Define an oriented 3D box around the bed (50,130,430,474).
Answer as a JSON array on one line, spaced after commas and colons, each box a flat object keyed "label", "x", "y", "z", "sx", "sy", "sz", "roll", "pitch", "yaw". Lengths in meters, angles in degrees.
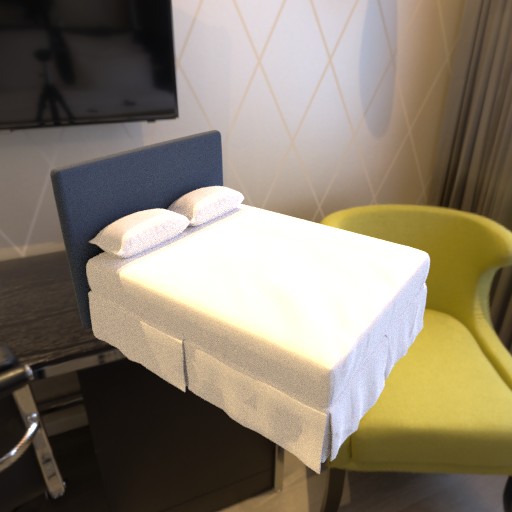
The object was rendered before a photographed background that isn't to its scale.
[{"label": "bed", "x": 0.000, "y": 0.000, "z": 3.212, "sx": 2.162, "sy": 1.330, "sz": 1.713, "roll": 18, "pitch": 32, "yaw": 32}]
